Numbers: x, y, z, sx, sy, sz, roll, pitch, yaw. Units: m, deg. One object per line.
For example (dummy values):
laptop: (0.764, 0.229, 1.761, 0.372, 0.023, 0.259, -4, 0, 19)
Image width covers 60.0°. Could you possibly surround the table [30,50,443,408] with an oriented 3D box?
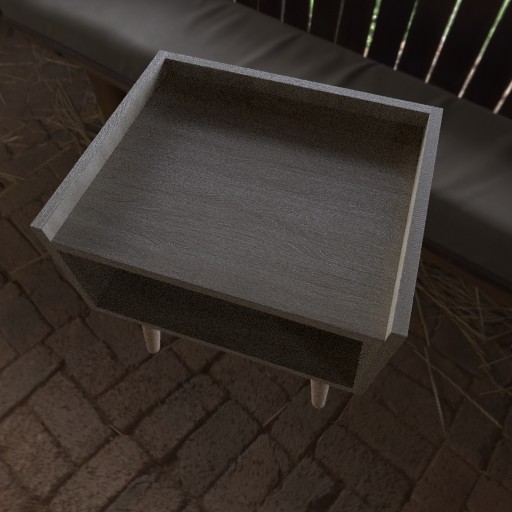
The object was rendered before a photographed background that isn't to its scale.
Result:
table: (0.000, 0.000, 0.787, 0.450, 0.470, 0.370, 16, 59, 10)
